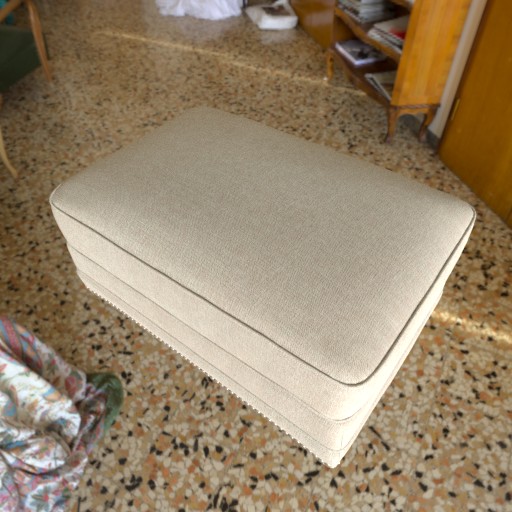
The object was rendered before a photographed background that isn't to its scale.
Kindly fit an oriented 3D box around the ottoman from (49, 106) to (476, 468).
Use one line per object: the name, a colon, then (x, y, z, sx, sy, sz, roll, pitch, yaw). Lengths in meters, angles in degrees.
ottoman: (0.000, 0.000, 1.083, 0.813, 0.458, 0.559, 29, 53, 25)
